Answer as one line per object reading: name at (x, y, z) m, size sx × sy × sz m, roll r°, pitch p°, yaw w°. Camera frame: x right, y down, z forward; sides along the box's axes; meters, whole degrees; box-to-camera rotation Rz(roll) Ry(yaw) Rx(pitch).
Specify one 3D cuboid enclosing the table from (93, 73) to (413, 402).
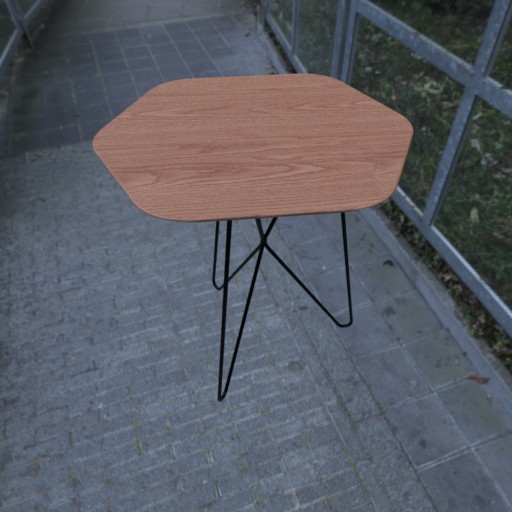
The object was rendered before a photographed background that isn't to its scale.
table at (0.000, 0.000, 0.894) m, size 0.500 × 0.562 × 0.400 m, roll -4°, pitch 46°, yaw -4°
